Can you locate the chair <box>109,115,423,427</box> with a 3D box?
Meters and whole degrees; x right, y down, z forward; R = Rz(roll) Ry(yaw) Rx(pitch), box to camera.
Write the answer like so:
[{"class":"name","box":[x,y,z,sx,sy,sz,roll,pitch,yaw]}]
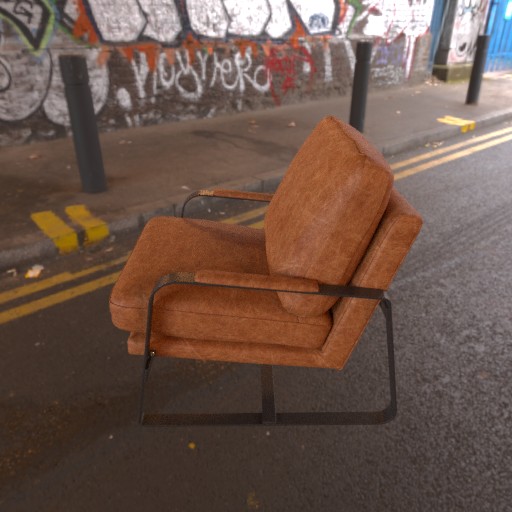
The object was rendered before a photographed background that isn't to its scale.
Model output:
[{"class":"chair","box":[0.000,0.000,1.395,0.801,0.777,0.651,0,28,-1]}]
